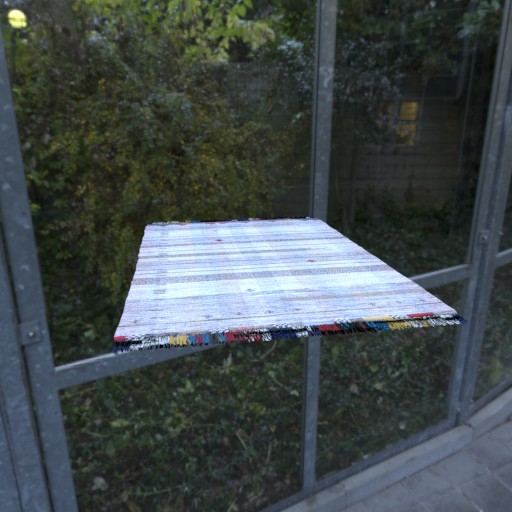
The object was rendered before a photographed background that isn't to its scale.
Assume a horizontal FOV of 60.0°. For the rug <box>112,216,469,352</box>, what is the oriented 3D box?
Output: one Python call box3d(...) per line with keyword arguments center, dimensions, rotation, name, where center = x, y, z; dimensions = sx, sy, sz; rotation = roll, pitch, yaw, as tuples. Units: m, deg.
box3d(center=(0.000, 0.000, 2.297), dimensions=(1.217, 0.012, 1.848), rotation=(-3, 17, -9), name="rug")
